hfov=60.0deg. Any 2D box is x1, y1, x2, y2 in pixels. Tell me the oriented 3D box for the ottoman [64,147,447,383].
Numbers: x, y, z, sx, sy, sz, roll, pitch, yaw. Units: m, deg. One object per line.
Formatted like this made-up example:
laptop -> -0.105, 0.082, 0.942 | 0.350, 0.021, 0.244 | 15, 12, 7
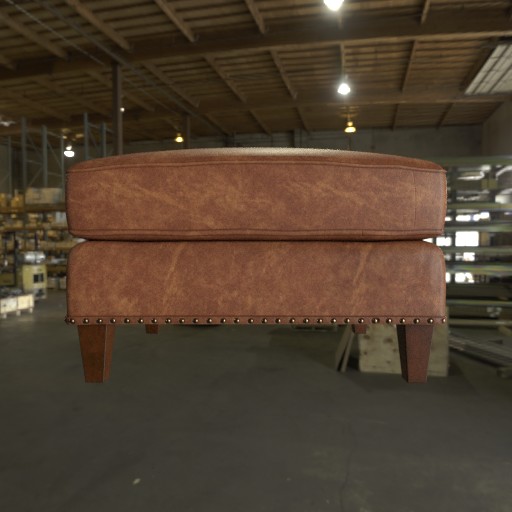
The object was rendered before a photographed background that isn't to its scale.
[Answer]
ottoman -> 0.000, 0.000, 1.122 | 0.742, 0.486, 0.586 | 0, 2, 0
